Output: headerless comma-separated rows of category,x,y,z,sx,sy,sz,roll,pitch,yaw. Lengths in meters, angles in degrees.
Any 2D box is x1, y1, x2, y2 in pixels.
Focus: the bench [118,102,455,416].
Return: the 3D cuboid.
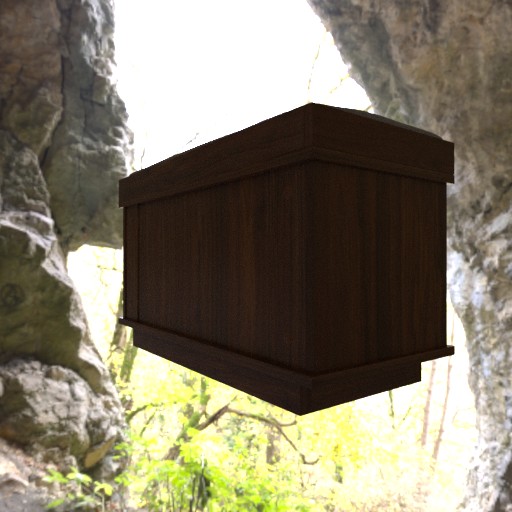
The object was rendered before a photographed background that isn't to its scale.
bench,0.000,0.000,0.986,0.362,0.461,0.734,0,0,-37
